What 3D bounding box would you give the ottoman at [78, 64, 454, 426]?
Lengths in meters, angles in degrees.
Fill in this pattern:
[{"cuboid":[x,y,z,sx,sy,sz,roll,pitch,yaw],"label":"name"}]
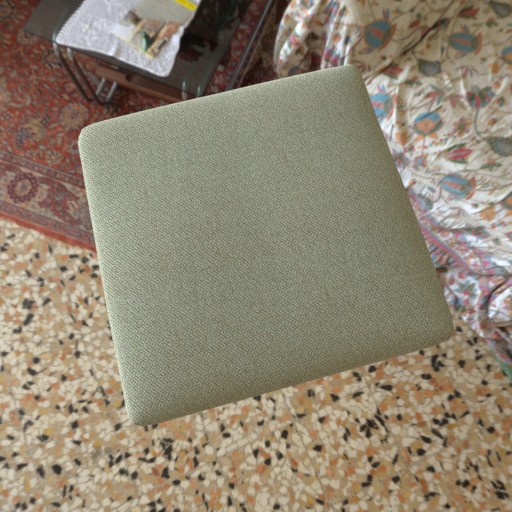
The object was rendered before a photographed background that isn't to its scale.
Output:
[{"cuboid":[0.000,0.000,0.898,0.521,0.453,0.512,-15,76,-4],"label":"ottoman"}]
